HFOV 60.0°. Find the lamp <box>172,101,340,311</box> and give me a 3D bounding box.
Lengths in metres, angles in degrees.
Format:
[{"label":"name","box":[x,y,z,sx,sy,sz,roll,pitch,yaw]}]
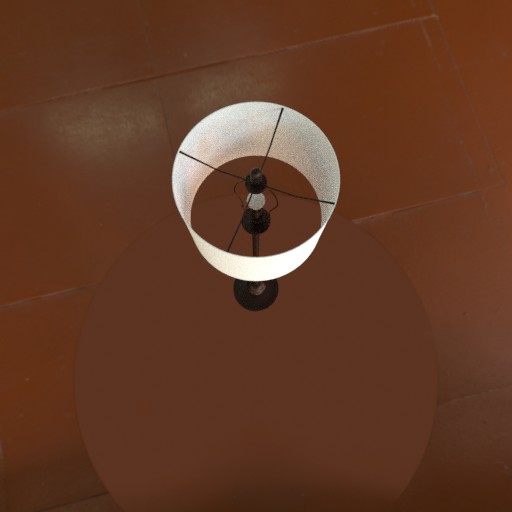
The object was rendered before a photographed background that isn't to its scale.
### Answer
[{"label":"lamp","box":[0.000,0.000,1.637,0.356,1.487,0.356,19,77,5]}]
